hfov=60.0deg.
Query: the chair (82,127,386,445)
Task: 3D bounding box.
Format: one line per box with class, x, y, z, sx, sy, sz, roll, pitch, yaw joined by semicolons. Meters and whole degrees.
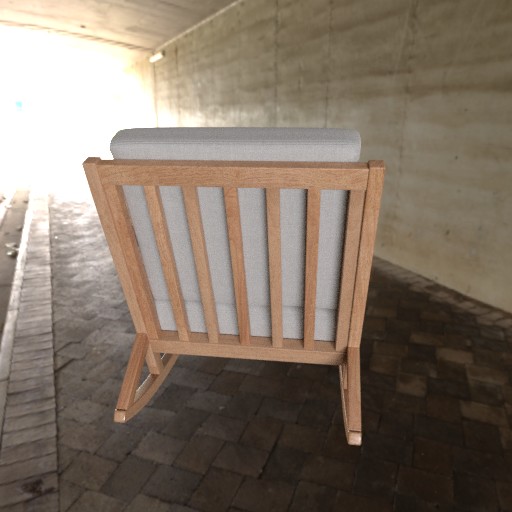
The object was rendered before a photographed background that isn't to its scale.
chair;0.000;0.000;1.391;0.622;0.790;0.857;2;18;8
